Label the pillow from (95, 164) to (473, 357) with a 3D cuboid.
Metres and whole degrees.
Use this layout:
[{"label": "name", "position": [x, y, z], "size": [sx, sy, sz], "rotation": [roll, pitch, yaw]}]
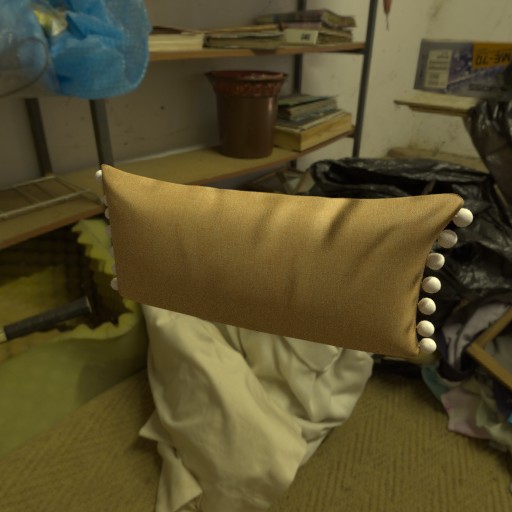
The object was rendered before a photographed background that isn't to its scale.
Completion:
[{"label": "pillow", "position": [0.000, 0.000, 0.842], "size": [0.709, 0.322, 0.201], "rotation": [9, 29, 17]}]
